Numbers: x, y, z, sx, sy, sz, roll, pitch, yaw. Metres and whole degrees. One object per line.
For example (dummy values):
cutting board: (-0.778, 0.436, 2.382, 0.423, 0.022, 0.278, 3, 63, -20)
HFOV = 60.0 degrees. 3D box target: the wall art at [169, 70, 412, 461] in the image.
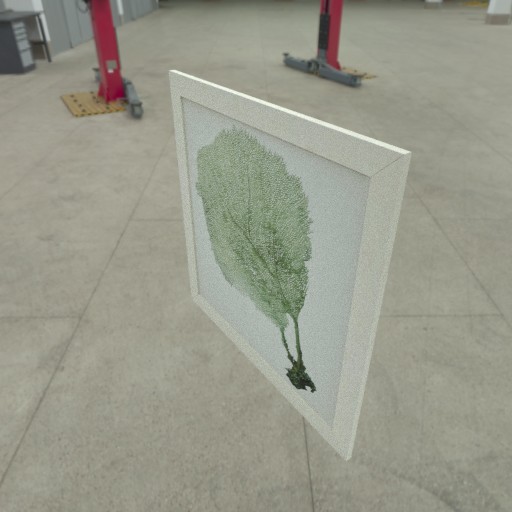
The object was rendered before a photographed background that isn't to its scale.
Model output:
wall art: (0.000, 0.000, 0.857, 0.013, 0.584, 0.584, -21, 39, -29)
